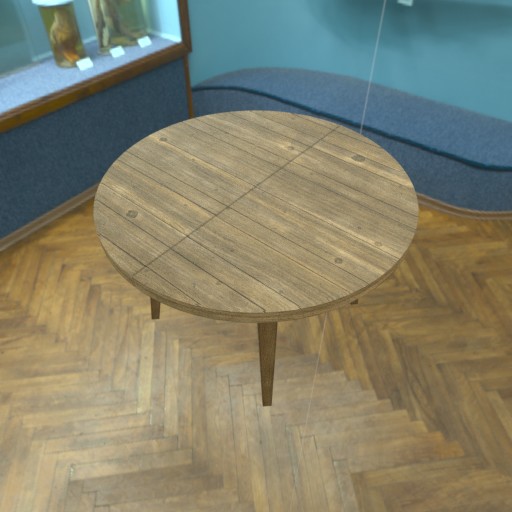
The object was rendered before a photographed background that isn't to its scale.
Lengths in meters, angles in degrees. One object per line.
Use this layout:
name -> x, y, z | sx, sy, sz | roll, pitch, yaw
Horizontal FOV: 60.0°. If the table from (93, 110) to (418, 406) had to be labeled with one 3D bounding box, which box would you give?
table -> 0.000, 0.000, 1.979 | 1.213, 0.764, 1.213 | 0, 45, 0
